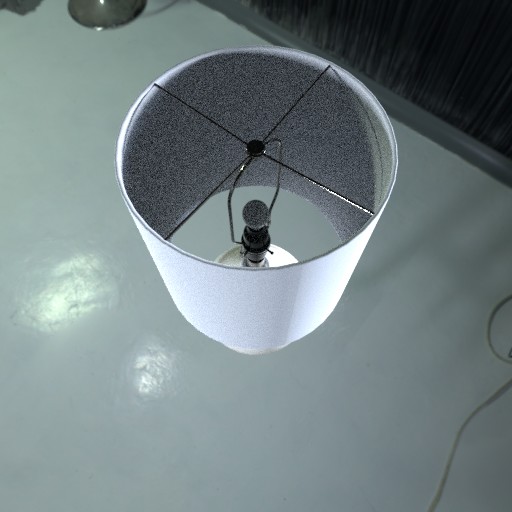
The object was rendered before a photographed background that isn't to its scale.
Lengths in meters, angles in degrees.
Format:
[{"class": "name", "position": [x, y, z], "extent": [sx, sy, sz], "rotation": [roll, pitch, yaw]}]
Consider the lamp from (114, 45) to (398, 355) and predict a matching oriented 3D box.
[{"class": "lamp", "position": [0.000, 0.000, 0.523], "extent": [0.217, 0.404, 0.217], "rotation": [34, 69, 15]}]
